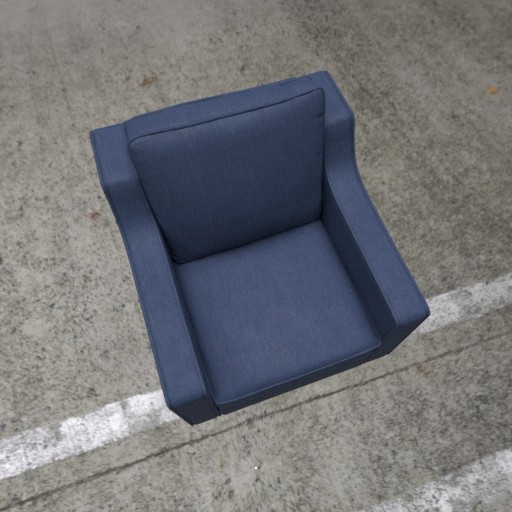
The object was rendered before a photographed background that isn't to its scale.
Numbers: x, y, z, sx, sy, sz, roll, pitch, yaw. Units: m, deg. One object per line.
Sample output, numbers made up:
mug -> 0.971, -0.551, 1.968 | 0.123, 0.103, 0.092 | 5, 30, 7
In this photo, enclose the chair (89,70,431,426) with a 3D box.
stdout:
chair -> 0.000, 0.000, 1.609 | 0.831, 0.960, 0.909 | -18, 66, -8
